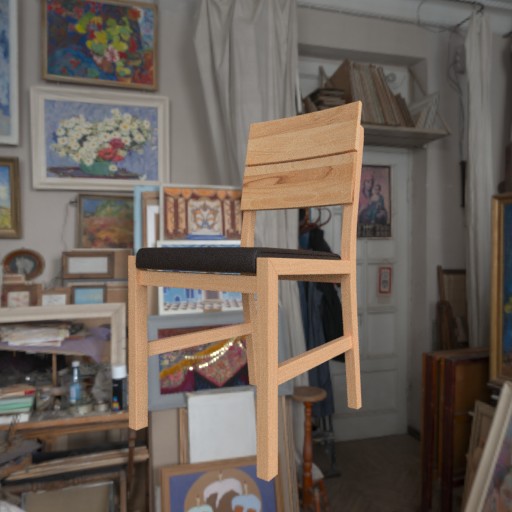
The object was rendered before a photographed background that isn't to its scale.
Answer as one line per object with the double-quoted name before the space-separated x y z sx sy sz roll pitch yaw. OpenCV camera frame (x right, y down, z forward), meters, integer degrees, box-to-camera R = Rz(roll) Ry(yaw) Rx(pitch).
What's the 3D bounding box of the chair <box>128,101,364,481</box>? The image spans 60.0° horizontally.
"chair" 0.000 0.000 1.294 0.475 0.950 0.560 1 1 37
